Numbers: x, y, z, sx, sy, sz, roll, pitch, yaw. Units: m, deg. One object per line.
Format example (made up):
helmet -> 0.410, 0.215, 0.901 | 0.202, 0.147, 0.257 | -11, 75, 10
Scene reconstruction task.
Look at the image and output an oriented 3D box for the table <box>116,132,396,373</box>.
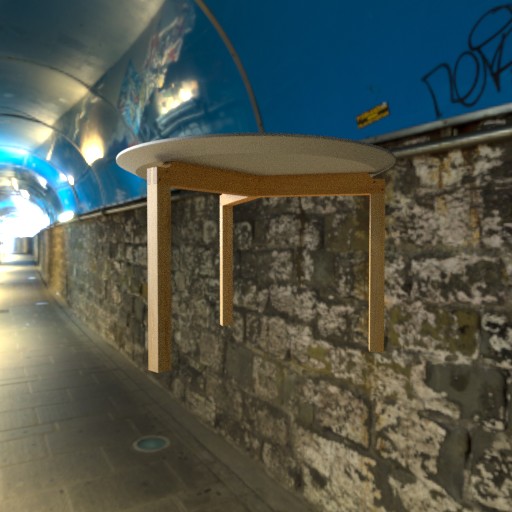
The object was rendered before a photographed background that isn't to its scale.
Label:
table -> 0.000, 0.000, 1.002 | 0.600, 0.405, 0.600 | 0, 2, 0
